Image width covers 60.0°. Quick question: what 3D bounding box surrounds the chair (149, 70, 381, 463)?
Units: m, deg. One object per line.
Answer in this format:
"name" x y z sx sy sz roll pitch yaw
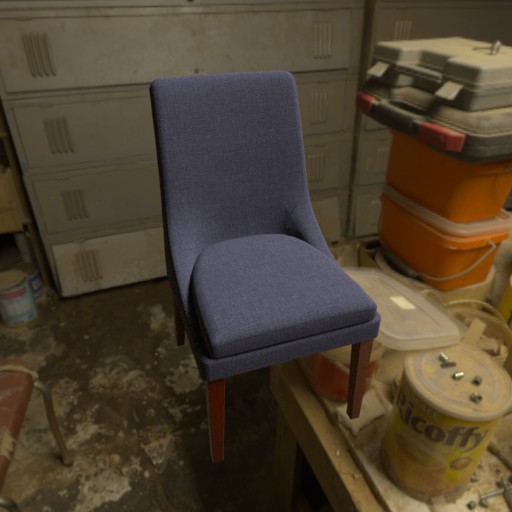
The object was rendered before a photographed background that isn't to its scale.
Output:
"chair" 0.000 0.000 1.354 0.508 0.952 0.655 -10 33 -16
